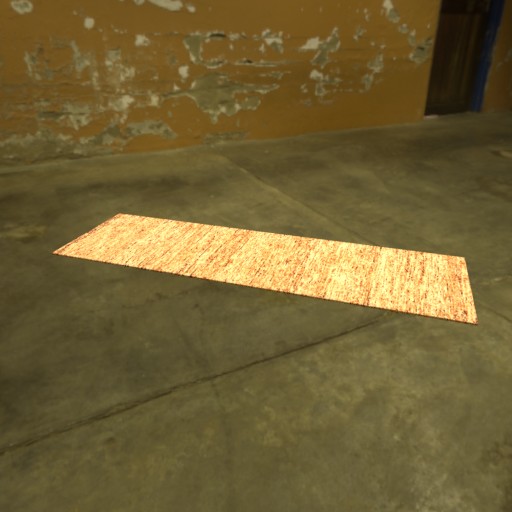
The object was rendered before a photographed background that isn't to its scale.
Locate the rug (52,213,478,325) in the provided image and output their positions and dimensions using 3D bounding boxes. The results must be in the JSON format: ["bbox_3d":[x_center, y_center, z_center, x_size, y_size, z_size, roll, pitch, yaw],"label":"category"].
[{"bbox_3d":[0.000,0.000,2.508,2.237,0.014,0.680,8,27,16],"label":"rug"}]
